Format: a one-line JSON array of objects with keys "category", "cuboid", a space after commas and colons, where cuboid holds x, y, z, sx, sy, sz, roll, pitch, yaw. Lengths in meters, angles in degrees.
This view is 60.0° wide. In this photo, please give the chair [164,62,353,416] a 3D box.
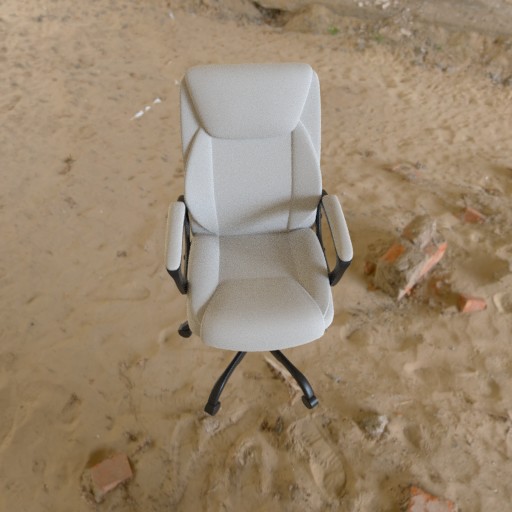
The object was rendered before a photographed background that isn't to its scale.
[{"category": "chair", "cuboid": [0.000, 0.000, 1.504, 0.663, 1.065, 0.669, -3, 46, -3]}]
